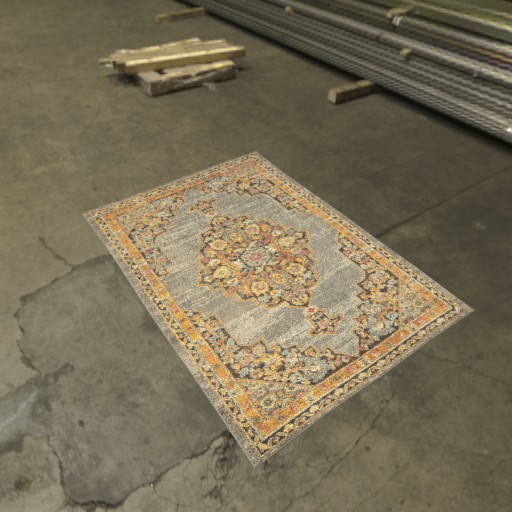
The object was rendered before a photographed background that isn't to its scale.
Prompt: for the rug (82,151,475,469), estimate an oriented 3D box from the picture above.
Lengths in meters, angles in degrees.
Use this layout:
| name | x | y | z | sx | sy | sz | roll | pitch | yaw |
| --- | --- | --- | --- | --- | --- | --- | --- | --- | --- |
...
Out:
| name | x | y | z | sx | sy | sz | roll | pitch | yaw |
| --- | --- | --- | --- | --- | --- | --- | --- | --- | --- |
| rug | 0.000 | 0.000 | 4.018 | 2.158 | 0.024 | 3.063 | -26 | 49 | -25 |
